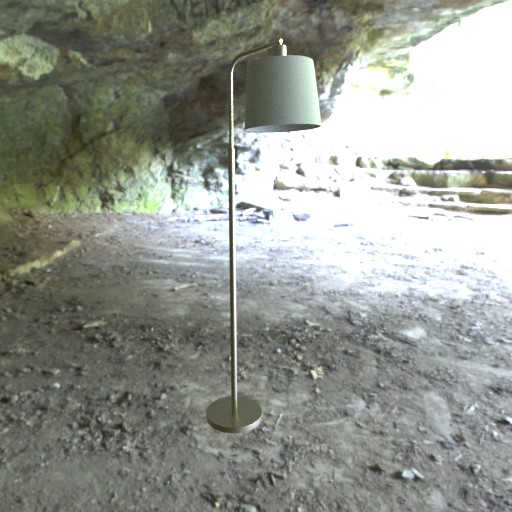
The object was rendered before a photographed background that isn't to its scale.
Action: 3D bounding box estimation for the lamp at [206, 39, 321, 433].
[{"bbox_3d":[0.000,0.000,1.678,0.508,1.478,0.254,12,18,43],"label":"lamp"}]
